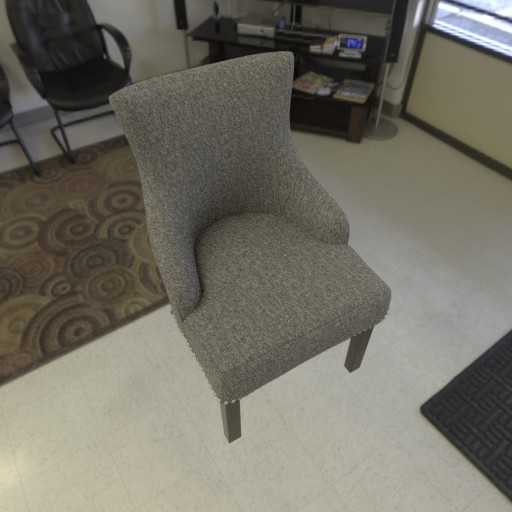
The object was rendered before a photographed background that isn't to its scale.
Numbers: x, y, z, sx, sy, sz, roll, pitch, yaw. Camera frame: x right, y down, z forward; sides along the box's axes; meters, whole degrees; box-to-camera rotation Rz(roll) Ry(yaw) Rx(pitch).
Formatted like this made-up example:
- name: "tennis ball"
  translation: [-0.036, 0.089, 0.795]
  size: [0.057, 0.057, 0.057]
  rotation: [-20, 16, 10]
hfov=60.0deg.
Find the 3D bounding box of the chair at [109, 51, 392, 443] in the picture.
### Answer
- name: "chair"
  translation: [0.000, 0.000, 1.288]
  size: [0.566, 0.909, 0.629]
  rotation: [-23, 50, -21]
